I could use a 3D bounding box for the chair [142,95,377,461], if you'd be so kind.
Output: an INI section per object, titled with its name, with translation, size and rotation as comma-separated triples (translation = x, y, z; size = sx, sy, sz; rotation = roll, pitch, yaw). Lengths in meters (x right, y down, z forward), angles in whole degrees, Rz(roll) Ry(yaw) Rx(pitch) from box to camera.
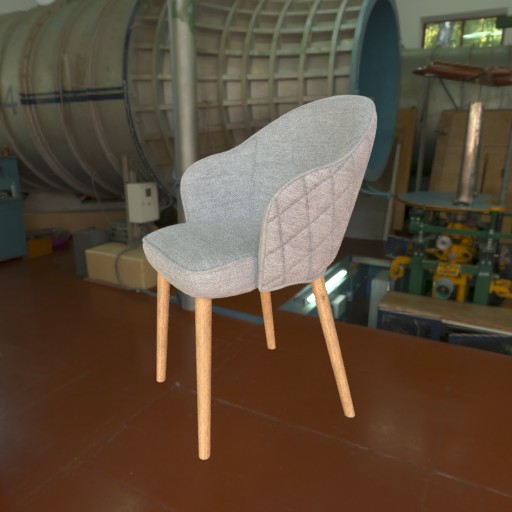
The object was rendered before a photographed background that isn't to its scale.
[chair]
translation = 0.000, 0.000, 1.147
size = 0.530, 0.800, 0.540
rotation = -8, 17, -26
